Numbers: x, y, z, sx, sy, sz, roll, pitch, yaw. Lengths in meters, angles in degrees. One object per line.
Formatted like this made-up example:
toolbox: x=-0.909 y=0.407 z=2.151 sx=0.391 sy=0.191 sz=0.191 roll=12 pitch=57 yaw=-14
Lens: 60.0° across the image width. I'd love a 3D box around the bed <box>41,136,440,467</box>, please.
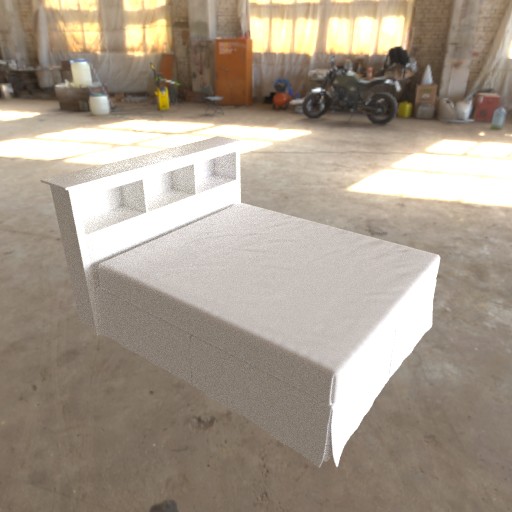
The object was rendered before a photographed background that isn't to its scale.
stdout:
bed: x=0.000 y=0.000 z=3.046 sx=2.133 sy=1.092 sz=1.671 roll=19 pitch=32 yaw=33
